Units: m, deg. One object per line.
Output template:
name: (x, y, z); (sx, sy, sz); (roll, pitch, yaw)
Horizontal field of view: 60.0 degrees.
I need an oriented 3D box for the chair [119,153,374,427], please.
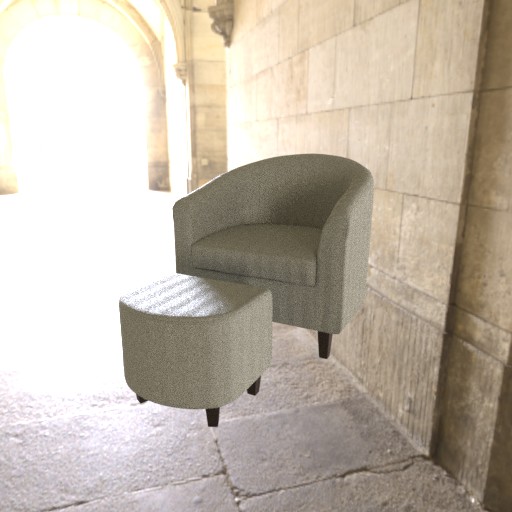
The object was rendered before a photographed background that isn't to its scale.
chair: (0.000, 0.000, 1.755); (0.756, 0.757, 1.288); (8, 17, 26)
